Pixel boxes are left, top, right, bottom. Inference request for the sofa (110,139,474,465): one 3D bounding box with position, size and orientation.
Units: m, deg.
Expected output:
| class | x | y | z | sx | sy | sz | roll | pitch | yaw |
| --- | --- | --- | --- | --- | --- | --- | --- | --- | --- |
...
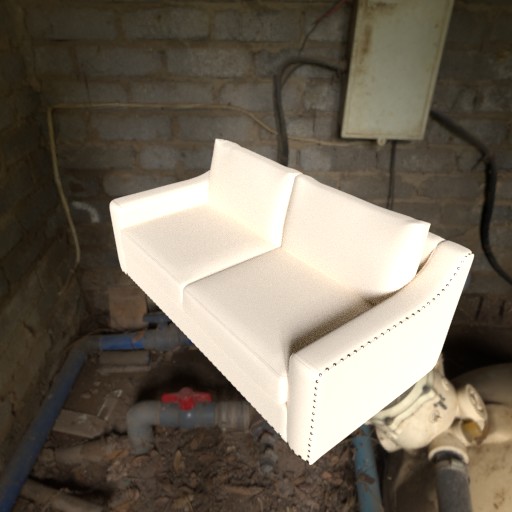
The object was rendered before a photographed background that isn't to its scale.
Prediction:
| class | x | y | z | sx | sy | sz | roll | pitch | yaw |
| --- | --- | --- | --- | --- | --- | --- | --- | --- | --- |
| sofa | 0.000 | 0.000 | 2.377 | 0.949 | 0.830 | 1.812 | -22 | 37 | -32 |
